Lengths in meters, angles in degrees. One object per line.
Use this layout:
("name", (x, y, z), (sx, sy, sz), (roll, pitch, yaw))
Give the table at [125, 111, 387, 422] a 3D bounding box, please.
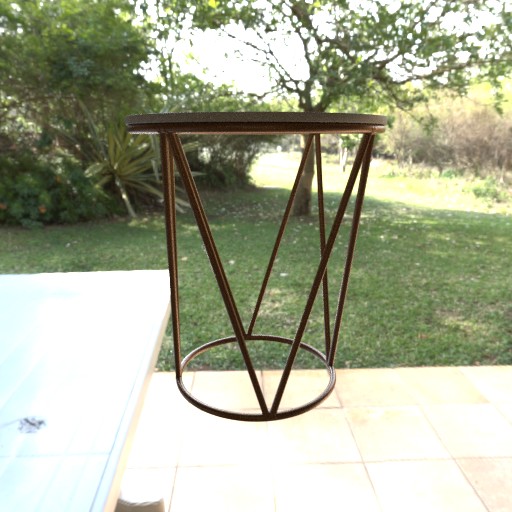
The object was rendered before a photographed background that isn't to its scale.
("table", (0.000, 0.000, 0.949), (0.500, 0.564, 0.500), (0, 15, 0))
